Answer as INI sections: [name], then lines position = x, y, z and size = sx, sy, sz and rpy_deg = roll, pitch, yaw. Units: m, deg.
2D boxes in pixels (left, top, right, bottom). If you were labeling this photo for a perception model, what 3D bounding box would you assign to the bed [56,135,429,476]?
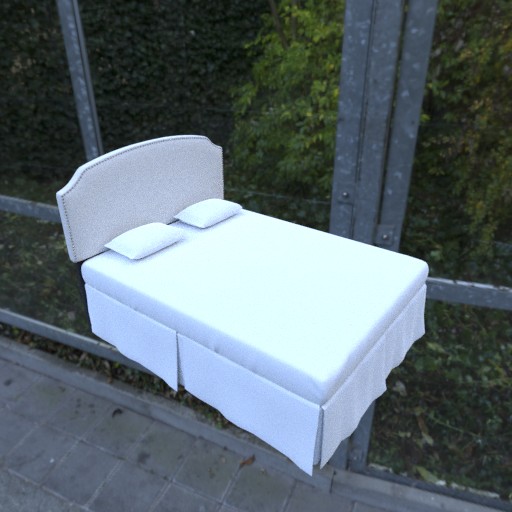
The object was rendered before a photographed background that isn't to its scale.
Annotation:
[bed]
position = 0.000, 0.000, 2.976
size = 1.999, 1.270, 1.558
rpy_deg = 19, 33, 32
